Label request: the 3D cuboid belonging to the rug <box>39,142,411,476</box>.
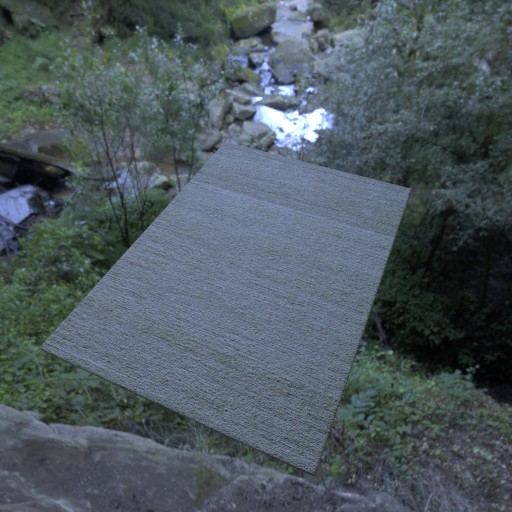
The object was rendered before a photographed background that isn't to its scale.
[{"bbox_3d":[0.000,0.000,5.071,2.782,0.025,3.935,18,49,16],"label":"rug"}]
